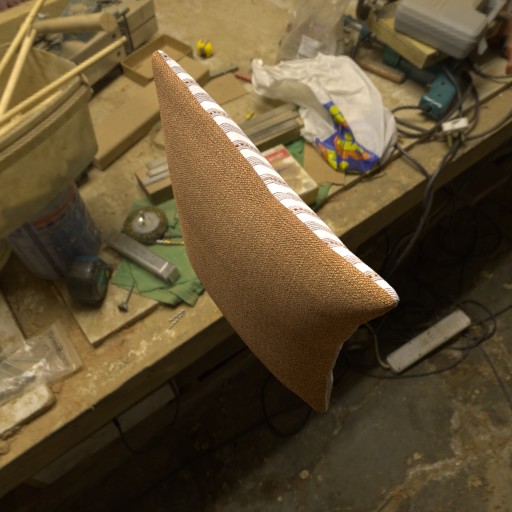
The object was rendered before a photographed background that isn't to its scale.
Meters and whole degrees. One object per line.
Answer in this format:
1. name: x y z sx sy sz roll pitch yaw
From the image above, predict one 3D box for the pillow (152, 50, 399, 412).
1. pillow: 0.000 0.000 0.651 0.147 0.437 0.432 -32 63 -18
